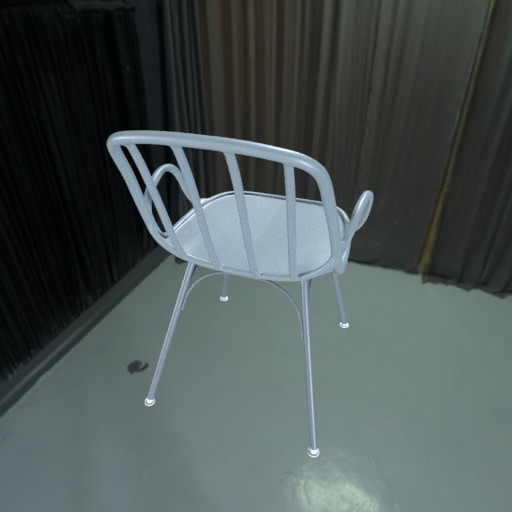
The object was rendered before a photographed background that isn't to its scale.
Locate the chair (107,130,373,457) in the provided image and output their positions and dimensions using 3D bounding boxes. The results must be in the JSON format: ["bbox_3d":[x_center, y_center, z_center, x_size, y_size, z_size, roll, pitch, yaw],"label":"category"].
[{"bbox_3d":[0.000,0.000,1.184,0.549,0.816,0.597,11,34,16],"label":"chair"}]
